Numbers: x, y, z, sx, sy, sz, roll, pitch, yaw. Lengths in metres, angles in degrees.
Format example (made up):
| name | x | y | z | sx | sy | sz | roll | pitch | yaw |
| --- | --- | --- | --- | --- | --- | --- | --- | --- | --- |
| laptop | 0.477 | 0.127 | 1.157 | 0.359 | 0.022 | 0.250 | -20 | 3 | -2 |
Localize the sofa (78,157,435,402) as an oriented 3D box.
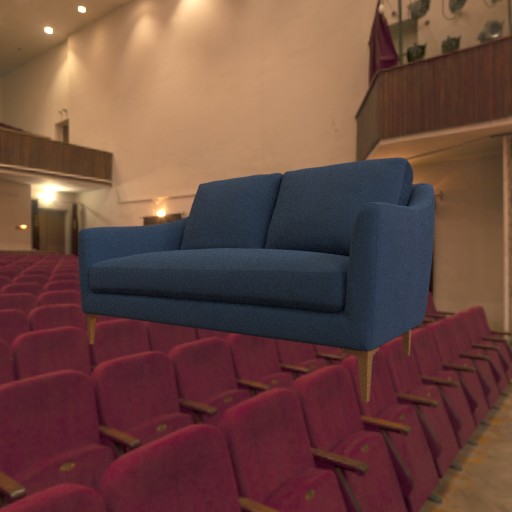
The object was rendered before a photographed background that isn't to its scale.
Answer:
| name | x | y | z | sx | sy | sz | roll | pitch | yaw |
| --- | --- | --- | --- | --- | --- | --- | --- | --- | --- |
| sofa | 0.000 | 0.000 | 2.159 | 1.619 | 0.902 | 0.960 | 0 | 0 | 38 |
